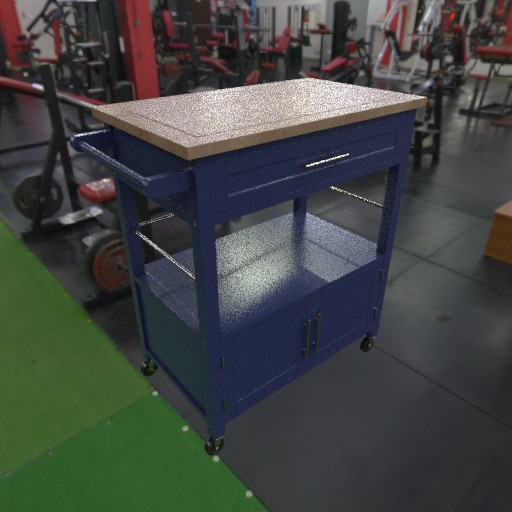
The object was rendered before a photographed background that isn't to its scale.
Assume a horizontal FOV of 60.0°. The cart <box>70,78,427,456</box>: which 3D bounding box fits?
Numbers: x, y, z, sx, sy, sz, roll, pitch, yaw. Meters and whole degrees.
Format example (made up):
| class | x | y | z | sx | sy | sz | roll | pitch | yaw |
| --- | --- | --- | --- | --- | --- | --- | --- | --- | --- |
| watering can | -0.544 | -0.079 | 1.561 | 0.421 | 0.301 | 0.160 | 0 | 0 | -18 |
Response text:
| class | x | y | z | sx | sy | sz | roll | pitch | yaw |
| --- | --- | --- | --- | --- | --- | --- | --- | --- | --- |
| cart | 0.000 | 0.000 | 1.360 | 0.840 | 0.901 | 0.459 | -22 | 37 | -33 |
